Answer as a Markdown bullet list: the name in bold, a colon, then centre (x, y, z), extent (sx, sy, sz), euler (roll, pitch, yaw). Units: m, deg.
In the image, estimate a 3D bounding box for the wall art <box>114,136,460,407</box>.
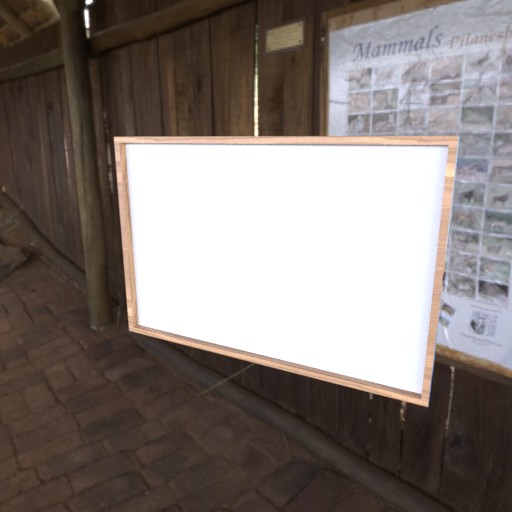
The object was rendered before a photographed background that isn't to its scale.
- **wall art**: centre (0.000, 0.000, 1.450), extent (1.137, 0.756, 0.034), euler (8, 17, 27)
